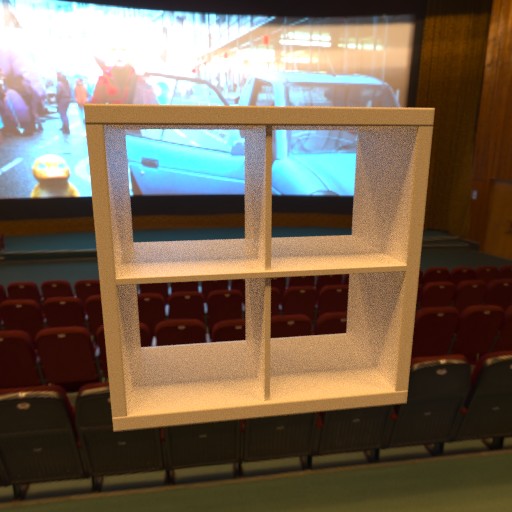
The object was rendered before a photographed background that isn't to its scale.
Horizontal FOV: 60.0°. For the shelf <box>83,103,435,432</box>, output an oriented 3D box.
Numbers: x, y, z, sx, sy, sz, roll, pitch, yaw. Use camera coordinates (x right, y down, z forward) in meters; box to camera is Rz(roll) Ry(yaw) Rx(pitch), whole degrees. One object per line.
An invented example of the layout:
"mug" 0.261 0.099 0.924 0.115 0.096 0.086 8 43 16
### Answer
"shelf" 0.000 0.000 1.267 0.790 0.786 0.390 -2 15 -9
